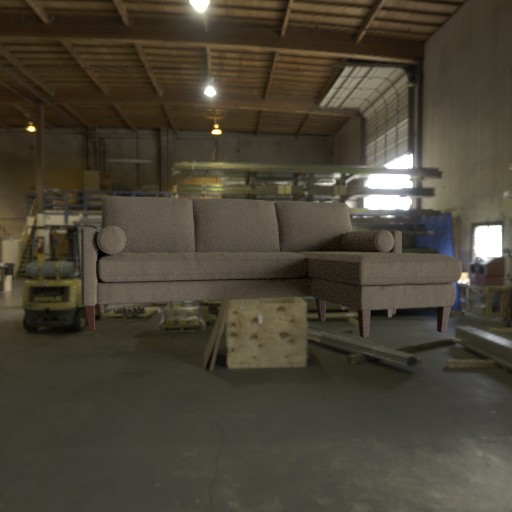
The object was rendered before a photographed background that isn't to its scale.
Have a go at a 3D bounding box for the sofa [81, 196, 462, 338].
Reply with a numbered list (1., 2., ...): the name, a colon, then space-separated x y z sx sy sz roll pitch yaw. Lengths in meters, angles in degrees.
1. sofa: 0.000 0.000 2.960 2.178 0.875 1.506 0 2 -17
